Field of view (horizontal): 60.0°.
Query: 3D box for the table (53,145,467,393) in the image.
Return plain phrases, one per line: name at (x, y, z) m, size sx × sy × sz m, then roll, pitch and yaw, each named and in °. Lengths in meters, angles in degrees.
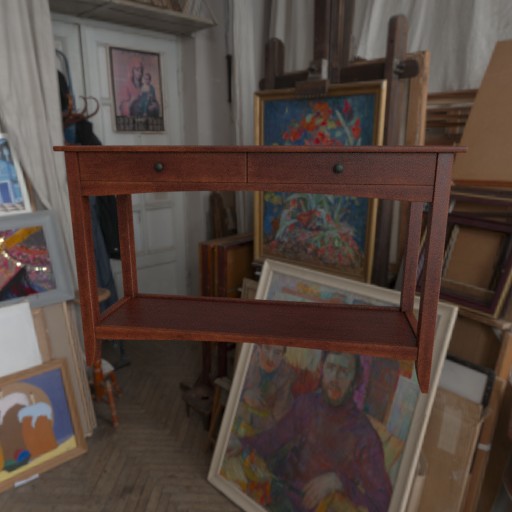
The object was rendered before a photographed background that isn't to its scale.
table at (0.000, 0.000, 1.531) m, size 1.188 × 0.739 × 0.392 m, roll 2°, pitch 14°, yaw 9°
